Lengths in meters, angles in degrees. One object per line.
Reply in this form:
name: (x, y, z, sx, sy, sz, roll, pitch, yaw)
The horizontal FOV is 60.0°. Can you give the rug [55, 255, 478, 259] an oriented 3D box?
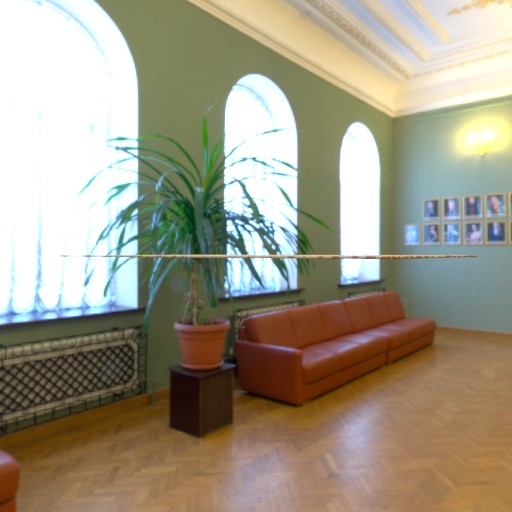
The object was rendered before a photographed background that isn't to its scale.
rug: (0.000, 0.000, 2.988, 2.435, 0.011, 1.517, 0, 0, 38)
